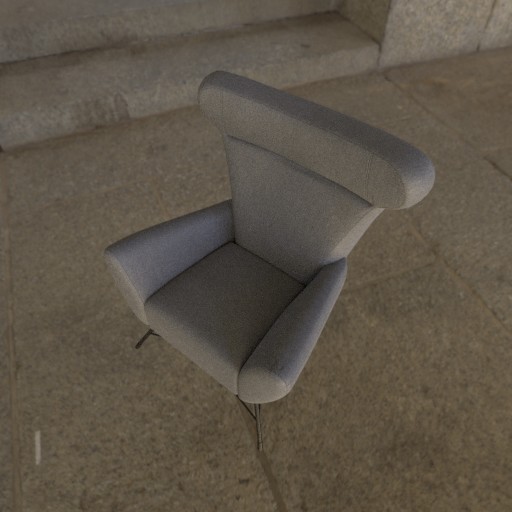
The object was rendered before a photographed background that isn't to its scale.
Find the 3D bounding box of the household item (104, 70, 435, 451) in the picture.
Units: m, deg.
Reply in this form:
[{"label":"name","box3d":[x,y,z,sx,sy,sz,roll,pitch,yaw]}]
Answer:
[{"label":"household item","box3d":[0.000,0.000,1.785,0.980,1.050,0.900,31,55,25]}]
